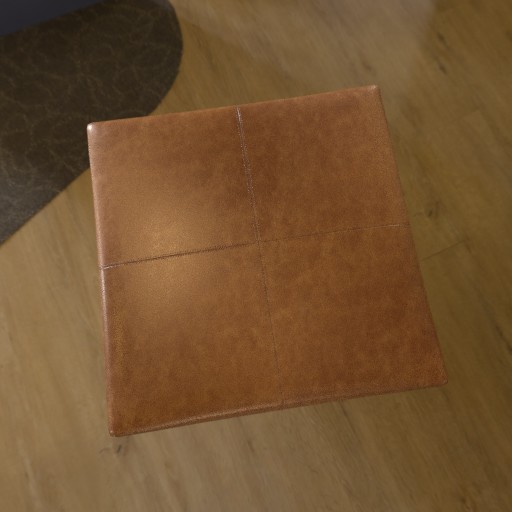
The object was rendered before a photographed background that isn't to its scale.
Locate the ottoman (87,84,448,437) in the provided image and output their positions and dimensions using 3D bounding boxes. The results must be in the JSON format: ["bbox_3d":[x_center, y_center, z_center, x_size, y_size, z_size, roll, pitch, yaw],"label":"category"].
[{"bbox_3d":[0.000,0.000,1.777,1.169,0.483,1.168,-8,77,-2],"label":"ottoman"}]
